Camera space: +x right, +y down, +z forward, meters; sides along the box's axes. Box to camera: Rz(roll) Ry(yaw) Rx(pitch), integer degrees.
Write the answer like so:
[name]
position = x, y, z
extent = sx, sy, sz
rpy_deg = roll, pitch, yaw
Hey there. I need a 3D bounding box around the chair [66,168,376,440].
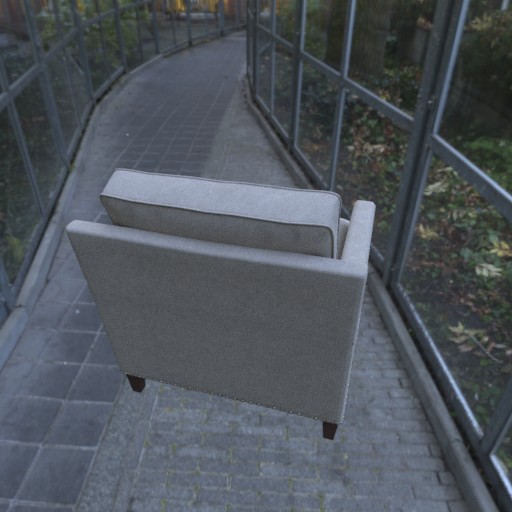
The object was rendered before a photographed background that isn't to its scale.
[chair]
position = 0.000, 0.000, 1.738
extent = 0.853, 0.943, 1.014
rpy_deg = 9, 34, 14
